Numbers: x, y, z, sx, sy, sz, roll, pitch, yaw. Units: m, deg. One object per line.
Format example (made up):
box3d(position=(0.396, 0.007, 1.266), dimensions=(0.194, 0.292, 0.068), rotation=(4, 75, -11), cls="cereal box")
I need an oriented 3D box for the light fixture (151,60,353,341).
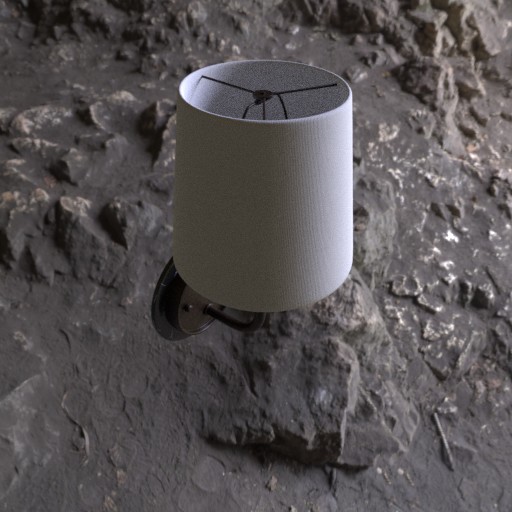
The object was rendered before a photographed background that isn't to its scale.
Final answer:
box3d(position=(0.000, 0.000, 0.440), dimensions=(0.188, 0.337, 0.168), rotation=(26, 47, 27), cls="light fixture")
